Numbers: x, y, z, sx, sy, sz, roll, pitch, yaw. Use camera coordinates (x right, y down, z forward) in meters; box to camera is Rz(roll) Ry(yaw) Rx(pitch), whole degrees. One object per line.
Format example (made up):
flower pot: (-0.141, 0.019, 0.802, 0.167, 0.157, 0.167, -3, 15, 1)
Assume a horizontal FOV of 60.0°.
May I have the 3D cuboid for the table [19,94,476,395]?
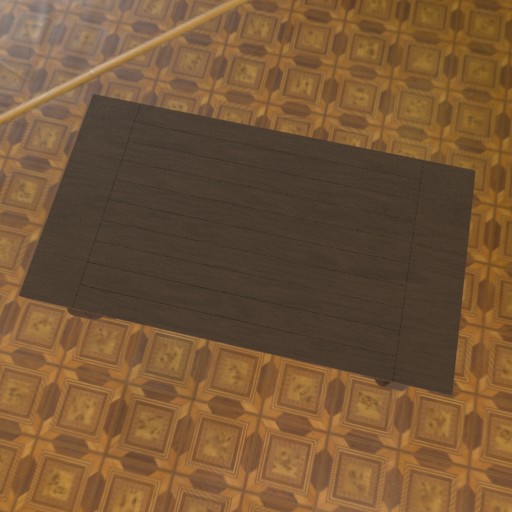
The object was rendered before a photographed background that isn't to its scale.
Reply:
table: (0.000, 0.000, 1.369, 1.062, 0.494, 0.600, 12, 75, 3)
